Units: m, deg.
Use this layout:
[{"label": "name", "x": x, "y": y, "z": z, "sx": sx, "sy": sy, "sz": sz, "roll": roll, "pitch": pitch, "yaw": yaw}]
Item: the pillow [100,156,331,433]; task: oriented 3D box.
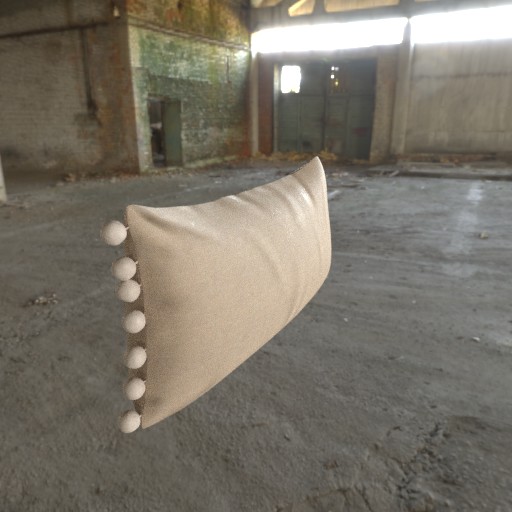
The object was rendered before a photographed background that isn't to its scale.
[{"label": "pillow", "x": 0.000, "y": 0.000, "z": 0.826, "sx": 0.201, "sy": 0.322, "sz": 0.709, "roll": 8, "pitch": 19, "yaw": 26}]
